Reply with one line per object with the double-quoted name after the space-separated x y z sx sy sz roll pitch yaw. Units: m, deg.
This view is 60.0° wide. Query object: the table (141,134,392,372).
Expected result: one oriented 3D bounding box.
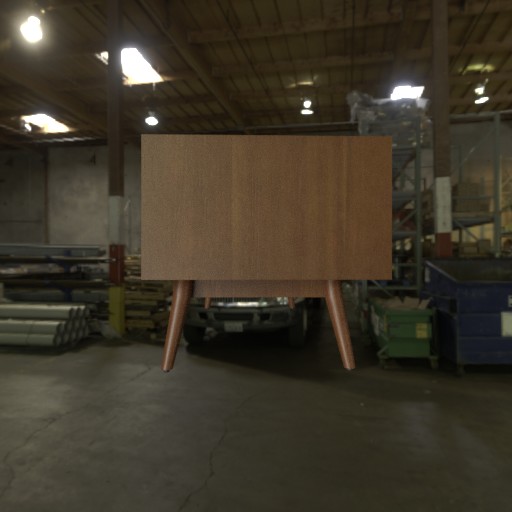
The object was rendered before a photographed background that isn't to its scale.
0.000 0.000 1.406 0.490 0.464 1.119 0 0 -2 "table"
